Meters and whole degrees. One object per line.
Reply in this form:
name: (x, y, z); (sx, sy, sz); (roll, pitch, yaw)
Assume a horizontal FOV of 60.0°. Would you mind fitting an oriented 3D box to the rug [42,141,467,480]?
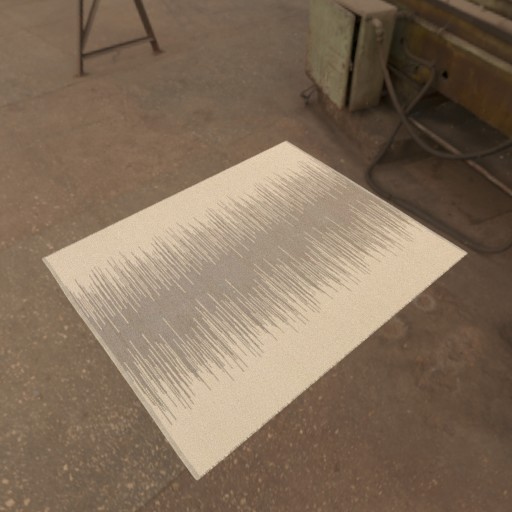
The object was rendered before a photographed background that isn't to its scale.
rug: (0.000, 0.000, 4.045); (3.037, 0.010, 2.453); (-32, 54, -26)
